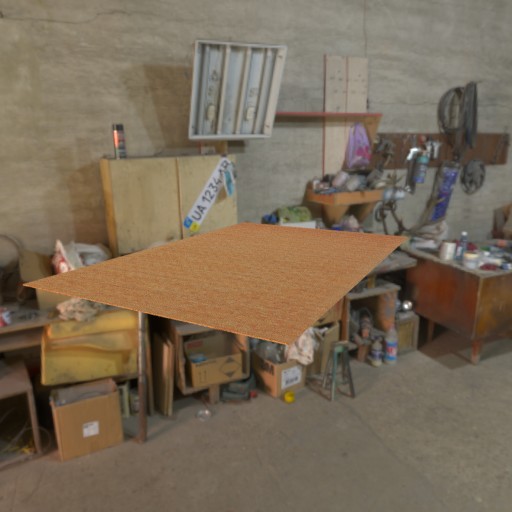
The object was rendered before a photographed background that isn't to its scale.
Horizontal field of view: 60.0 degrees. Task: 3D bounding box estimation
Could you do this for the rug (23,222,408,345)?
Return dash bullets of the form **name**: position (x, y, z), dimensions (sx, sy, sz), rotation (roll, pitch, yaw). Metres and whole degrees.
- **rug**: position (0.000, 0.000, 2.933), dimensions (1.524, 0.006, 2.285), rotation (7, 15, 28)
